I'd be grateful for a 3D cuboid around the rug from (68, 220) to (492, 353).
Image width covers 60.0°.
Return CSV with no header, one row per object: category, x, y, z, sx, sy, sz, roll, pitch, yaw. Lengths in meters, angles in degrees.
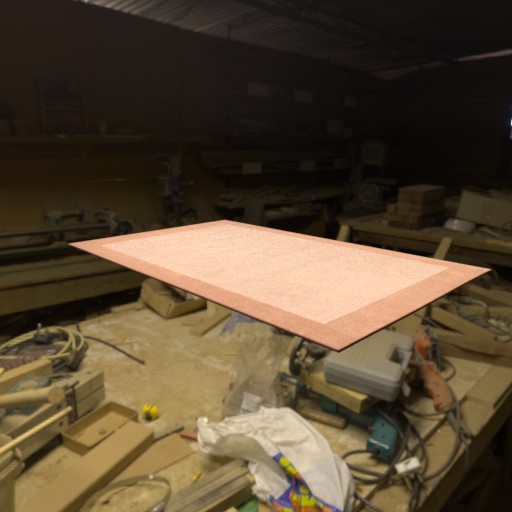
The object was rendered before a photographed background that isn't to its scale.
rug,0.000,0.000,2.957,1.524,0.014,2.438,-13,20,-42
